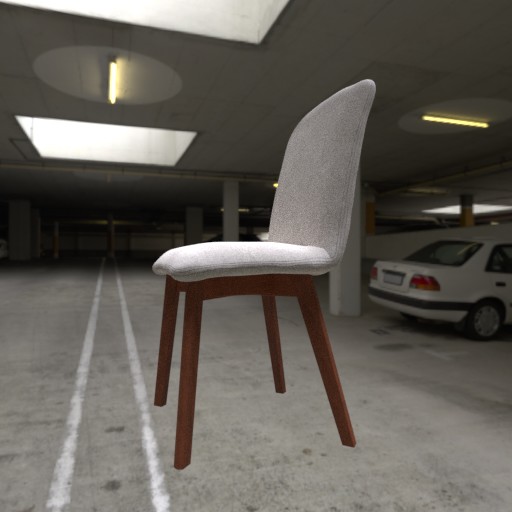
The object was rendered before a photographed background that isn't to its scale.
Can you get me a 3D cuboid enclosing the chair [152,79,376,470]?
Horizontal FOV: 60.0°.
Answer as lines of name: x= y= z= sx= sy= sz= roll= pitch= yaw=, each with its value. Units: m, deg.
chair: x=0.000 y=0.000 z=1.315 sx=0.563 sy=0.974 sz=0.522 roll=0 pitch=-1 yaw=-19
